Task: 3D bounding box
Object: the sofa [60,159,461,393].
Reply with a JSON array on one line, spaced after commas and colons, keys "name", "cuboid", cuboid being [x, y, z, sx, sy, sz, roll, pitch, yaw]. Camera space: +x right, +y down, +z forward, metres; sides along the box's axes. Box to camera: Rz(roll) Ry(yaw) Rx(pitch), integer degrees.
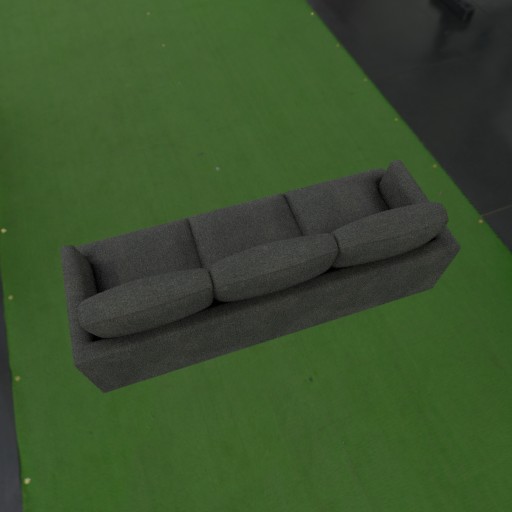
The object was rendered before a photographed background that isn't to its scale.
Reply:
[{"name": "sofa", "cuboid": [0.000, 0.000, 2.780, 2.246, 0.930, 0.903, -16, 59, -10]}]
